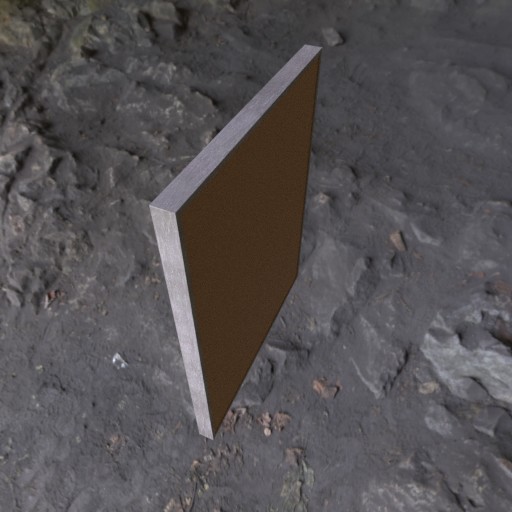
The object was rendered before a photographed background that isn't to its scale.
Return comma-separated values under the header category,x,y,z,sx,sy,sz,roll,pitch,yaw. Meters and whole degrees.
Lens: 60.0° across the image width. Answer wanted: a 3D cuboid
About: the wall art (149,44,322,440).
category,x,y,z,sx,sy,sz,roll,pitch,yaw
wall art,0.000,0.000,0.727,0.032,0.521,0.421,18,49,16
